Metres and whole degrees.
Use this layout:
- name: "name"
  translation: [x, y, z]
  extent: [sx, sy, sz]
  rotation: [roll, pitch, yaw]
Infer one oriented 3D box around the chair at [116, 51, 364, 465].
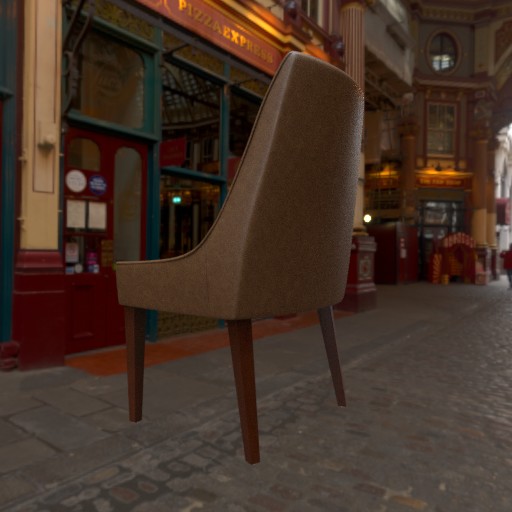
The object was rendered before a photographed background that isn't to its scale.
- name: "chair"
  translation: [0.000, 0.000, 1.189]
  extent: [0.544, 0.861, 0.529]
  rotation: [0, 1, 37]
